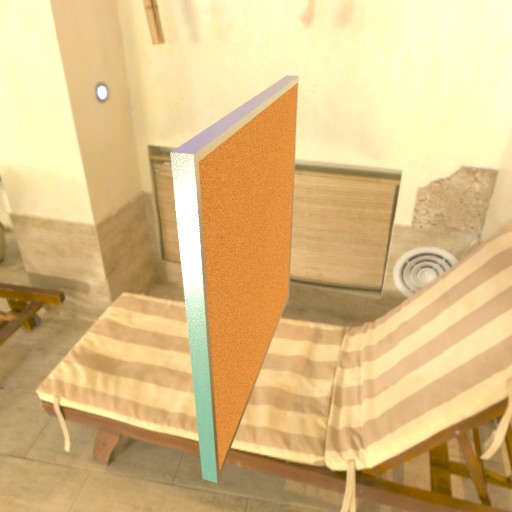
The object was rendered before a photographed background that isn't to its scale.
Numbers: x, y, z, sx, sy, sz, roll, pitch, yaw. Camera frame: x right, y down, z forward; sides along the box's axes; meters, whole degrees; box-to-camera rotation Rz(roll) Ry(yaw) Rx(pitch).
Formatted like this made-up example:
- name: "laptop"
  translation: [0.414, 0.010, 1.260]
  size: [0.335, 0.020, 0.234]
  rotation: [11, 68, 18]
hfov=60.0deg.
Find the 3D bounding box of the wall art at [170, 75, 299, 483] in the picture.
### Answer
- name: "wall art"
  translation: [0.000, 0.000, 1.203]
  size: [0.038, 0.806, 0.806]
  rotation: [8, 31, 14]
